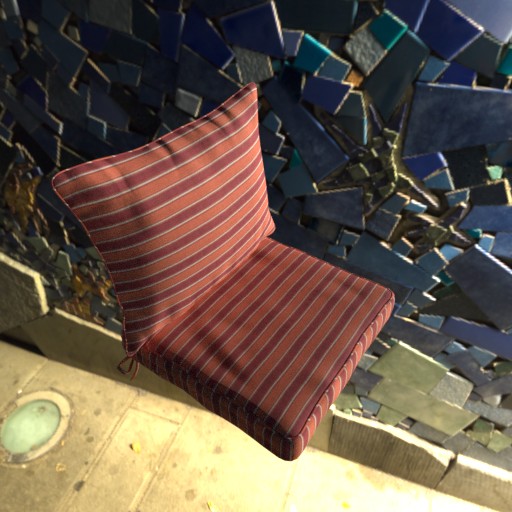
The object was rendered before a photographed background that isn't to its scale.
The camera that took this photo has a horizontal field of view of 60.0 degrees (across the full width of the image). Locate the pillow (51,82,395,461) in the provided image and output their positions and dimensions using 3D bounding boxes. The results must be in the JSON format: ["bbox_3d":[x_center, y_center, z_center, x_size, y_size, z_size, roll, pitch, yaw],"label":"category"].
[{"bbox_3d":[0.000,0.000,1.336,0.733,0.723,0.799,24,46,26],"label":"pillow"}]
